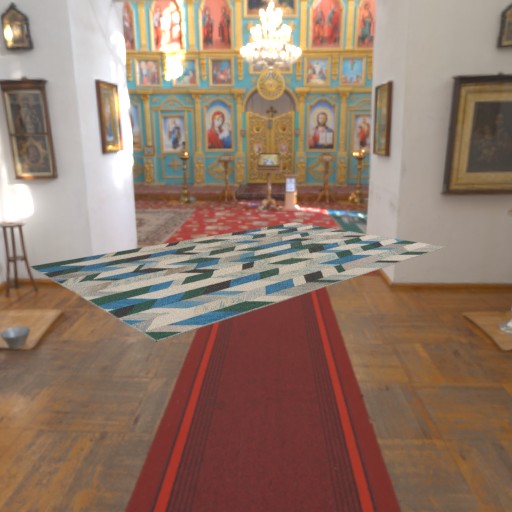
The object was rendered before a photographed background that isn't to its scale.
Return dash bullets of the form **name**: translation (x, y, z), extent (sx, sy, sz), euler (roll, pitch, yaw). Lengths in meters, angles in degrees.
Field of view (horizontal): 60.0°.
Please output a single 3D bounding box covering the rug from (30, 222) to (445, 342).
- **rug**: translation (0.000, 0.000, 3.016), extent (2.433, 0.007, 1.507), euler (-12, 19, -41)
